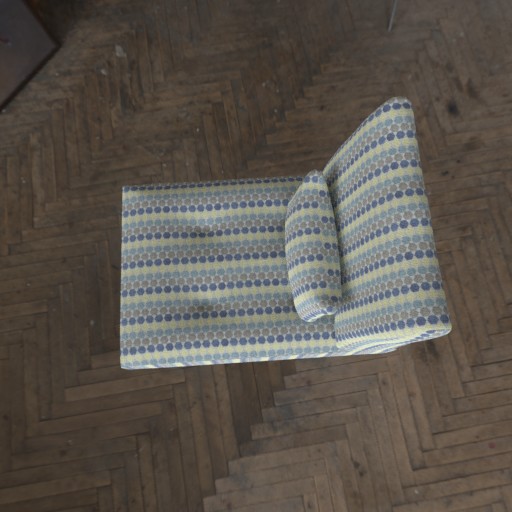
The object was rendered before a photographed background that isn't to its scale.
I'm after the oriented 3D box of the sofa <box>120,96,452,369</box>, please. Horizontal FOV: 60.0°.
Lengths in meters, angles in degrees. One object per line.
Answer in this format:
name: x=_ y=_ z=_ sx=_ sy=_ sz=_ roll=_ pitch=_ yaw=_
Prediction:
sofa: x=0.000 y=0.000 z=1.546 sx=1.000 sy=0.820 sz=0.700 roll=-4 pitch=75 yaw=-1
